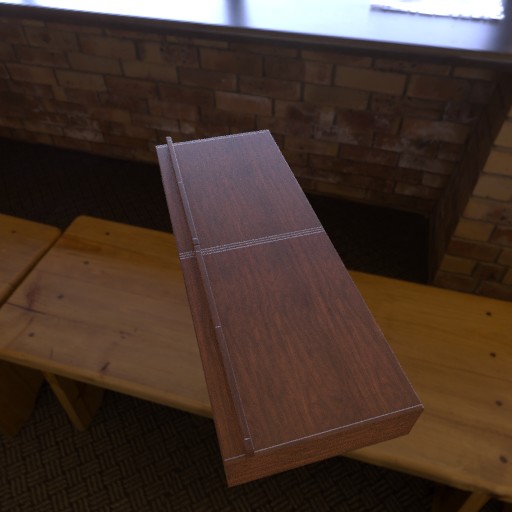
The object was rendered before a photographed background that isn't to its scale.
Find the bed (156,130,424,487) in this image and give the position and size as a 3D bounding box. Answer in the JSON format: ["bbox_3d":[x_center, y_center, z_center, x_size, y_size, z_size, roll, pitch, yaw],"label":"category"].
[{"bbox_3d":[0.000,0.000,2.356,0.787,0.326,2.057,-11,47,-11],"label":"bed"}]
